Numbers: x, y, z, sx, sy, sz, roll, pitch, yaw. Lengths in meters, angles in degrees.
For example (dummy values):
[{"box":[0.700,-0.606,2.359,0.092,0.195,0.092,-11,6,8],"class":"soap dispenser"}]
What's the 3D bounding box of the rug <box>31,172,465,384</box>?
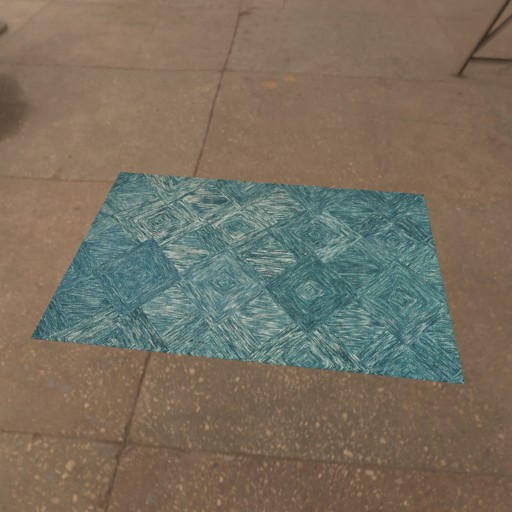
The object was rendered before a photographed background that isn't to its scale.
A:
[{"box":[0.000,0.000,2.806,2.277,0.015,1.490,5,47,5],"class":"rug"}]
